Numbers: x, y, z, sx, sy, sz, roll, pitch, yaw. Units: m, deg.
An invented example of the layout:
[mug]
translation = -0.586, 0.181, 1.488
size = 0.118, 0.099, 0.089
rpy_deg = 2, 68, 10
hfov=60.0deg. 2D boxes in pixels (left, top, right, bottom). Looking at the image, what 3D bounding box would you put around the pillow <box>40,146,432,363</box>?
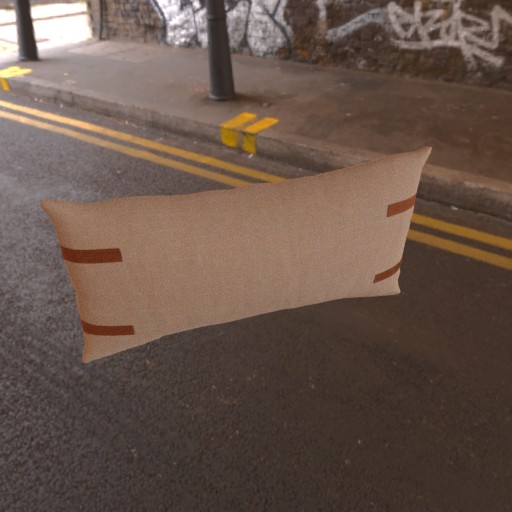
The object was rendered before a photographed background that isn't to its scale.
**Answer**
[pillow]
translation = 0.000, 0.000, 0.736
size = 0.612, 0.308, 0.148
rpy_deg = -10, 36, -14
